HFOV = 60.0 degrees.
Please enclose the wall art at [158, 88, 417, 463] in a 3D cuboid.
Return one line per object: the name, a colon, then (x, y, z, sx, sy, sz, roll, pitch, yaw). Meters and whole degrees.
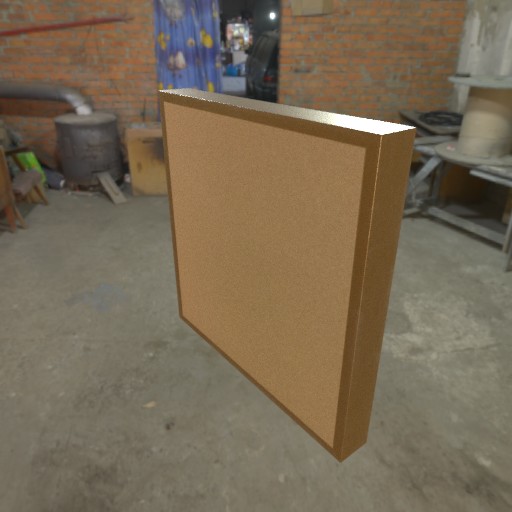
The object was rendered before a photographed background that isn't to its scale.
wall art: (0.000, 0.000, 0.467, 0.038, 0.305, 0.306, -20, 33, -34)
